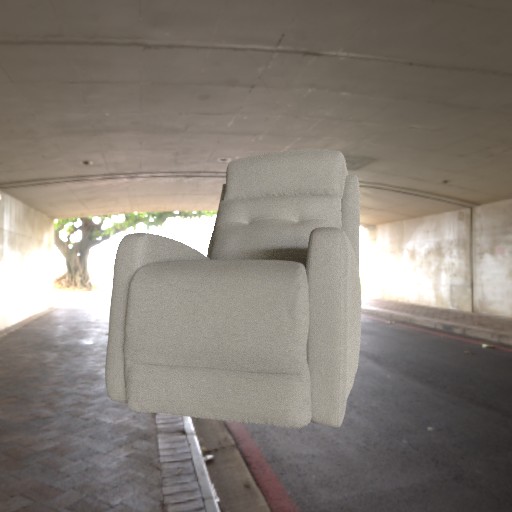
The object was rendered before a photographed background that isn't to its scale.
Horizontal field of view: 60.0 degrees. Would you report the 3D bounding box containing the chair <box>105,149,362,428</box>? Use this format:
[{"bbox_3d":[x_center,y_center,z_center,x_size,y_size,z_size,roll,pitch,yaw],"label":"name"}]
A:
[{"bbox_3d":[0.000,0.000,1.742,0.798,1.013,1.043,0,-2,18],"label":"chair"}]
